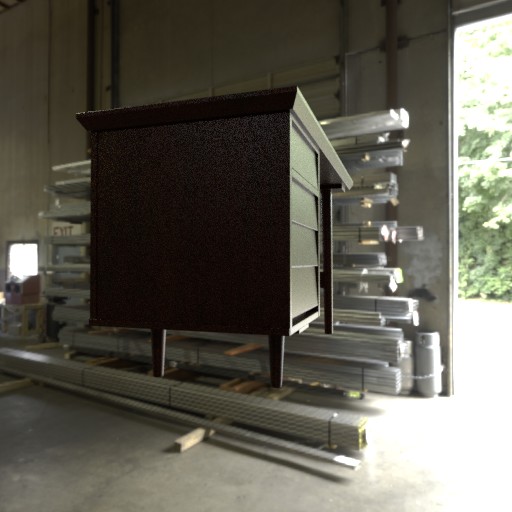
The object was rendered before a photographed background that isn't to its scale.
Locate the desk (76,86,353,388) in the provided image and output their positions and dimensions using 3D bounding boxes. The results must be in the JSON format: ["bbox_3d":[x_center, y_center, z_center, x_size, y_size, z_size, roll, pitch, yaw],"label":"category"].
[{"bbox_3d":[0.000,0.000,1.708,0.612,0.758,1.277,0,-1,18],"label":"desk"}]
